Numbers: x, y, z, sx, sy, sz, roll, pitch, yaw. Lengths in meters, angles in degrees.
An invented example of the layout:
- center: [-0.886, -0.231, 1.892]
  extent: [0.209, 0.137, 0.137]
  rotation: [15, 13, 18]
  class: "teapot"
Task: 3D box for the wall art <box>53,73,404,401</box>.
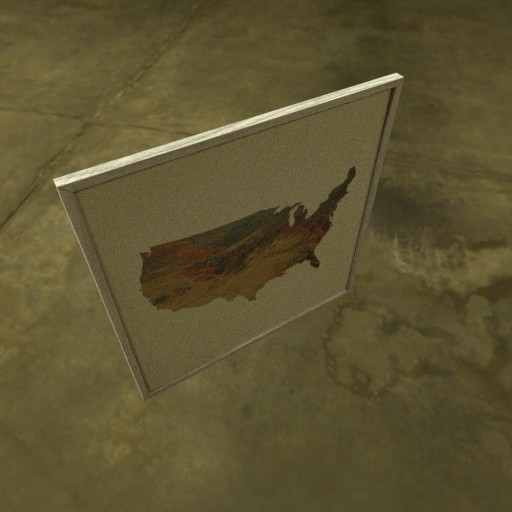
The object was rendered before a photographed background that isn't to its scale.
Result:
- center: [0.000, 0.000, 0.753]
  extent: [0.508, 0.507, 0.016]
  rotation: [-24, 51, -21]
  class: "wall art"
